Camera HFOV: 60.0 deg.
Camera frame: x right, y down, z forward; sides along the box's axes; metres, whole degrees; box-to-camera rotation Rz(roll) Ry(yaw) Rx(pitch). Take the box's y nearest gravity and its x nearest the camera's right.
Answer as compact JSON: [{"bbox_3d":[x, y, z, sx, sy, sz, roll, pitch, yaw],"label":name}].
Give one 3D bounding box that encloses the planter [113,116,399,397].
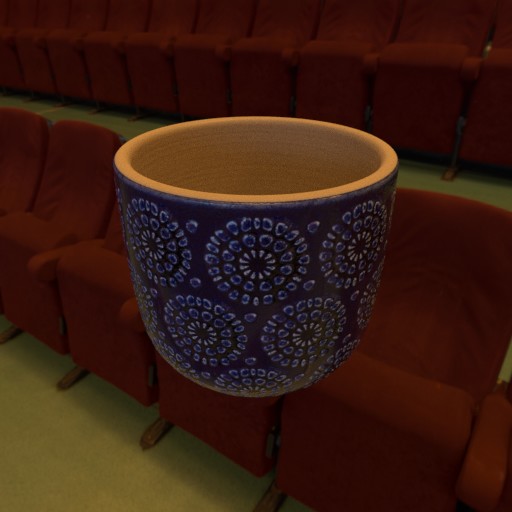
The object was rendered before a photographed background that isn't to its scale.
[{"bbox_3d":[0.000,0.000,0.299,0.165,0.149,0.165,0,30,0],"label":"planter"}]
